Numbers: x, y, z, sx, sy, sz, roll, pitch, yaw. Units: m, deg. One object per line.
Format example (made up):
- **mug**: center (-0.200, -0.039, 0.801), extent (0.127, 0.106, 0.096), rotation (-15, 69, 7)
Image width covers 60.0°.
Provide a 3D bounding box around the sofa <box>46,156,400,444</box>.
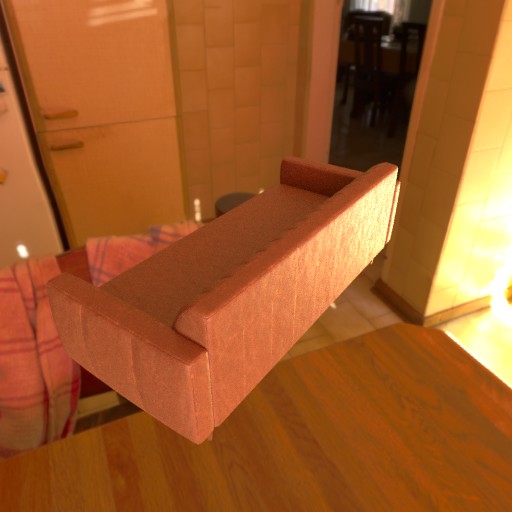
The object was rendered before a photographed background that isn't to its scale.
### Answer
- **sofa**: center (0.000, 0.000, 2.795), extent (0.990, 0.821, 2.291), rotation (21, 38, 30)
